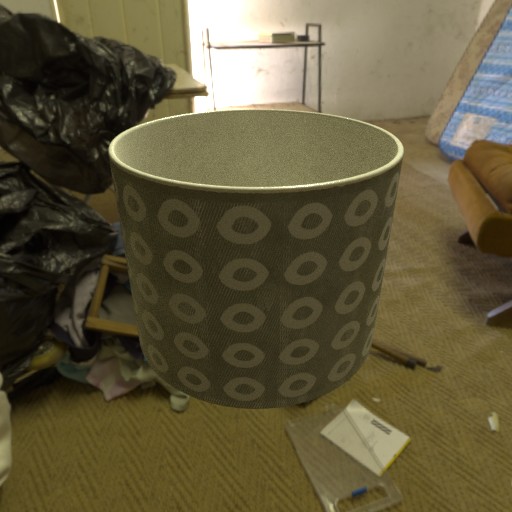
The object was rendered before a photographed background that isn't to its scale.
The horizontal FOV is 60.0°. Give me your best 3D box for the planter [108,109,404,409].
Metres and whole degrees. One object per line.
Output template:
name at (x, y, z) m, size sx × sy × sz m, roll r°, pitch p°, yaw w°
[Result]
planter at (0.000, 0.000, 0.340) m, size 0.190 × 0.181 × 0.190 m, roll 0°, pitch 29°, yaw 0°
